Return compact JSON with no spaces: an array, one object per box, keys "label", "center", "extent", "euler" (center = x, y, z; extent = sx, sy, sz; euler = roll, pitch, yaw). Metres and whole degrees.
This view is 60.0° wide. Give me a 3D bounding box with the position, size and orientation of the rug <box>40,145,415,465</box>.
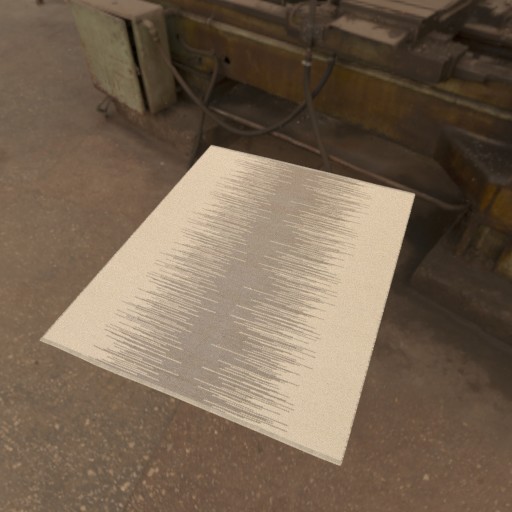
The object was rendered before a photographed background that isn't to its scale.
[{"label":"rug","center":[0.000,0.000,4.137],"extent":[2.453,0.010,3.037],"euler":[17,49,15]}]
